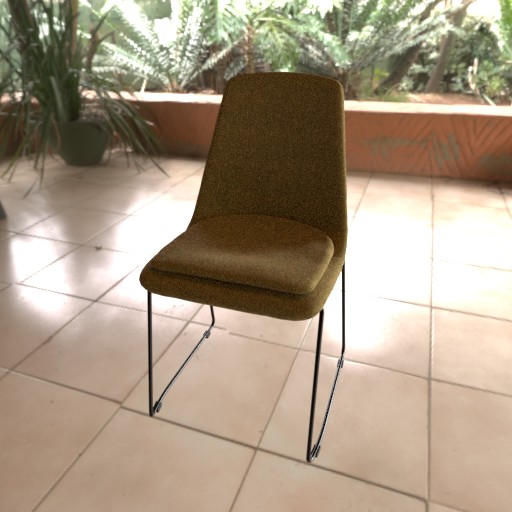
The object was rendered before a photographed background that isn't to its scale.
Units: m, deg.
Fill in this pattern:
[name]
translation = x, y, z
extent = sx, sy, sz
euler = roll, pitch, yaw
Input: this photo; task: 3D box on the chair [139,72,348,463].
[chair]
translation = 0.000, 0.000, 1.151
extent = 0.479, 0.849, 0.496
euler = 9, 29, 17
